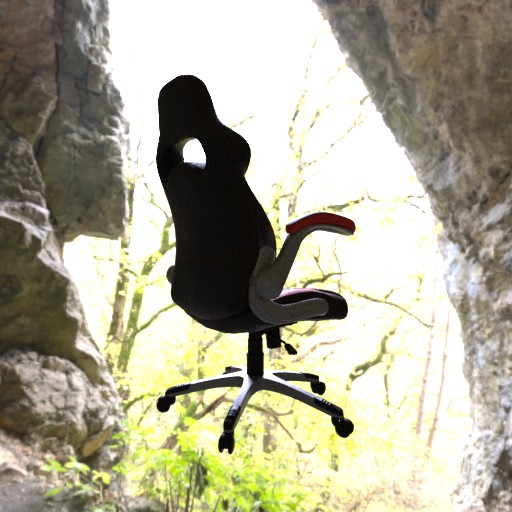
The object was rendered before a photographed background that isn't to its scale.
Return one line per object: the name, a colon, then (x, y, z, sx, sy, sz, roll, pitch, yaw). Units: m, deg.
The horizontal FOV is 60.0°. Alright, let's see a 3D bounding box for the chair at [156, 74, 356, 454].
chair: (0.000, 0.000, 1.647, 0.712, 1.165, 0.758, -1, 1, -37)
